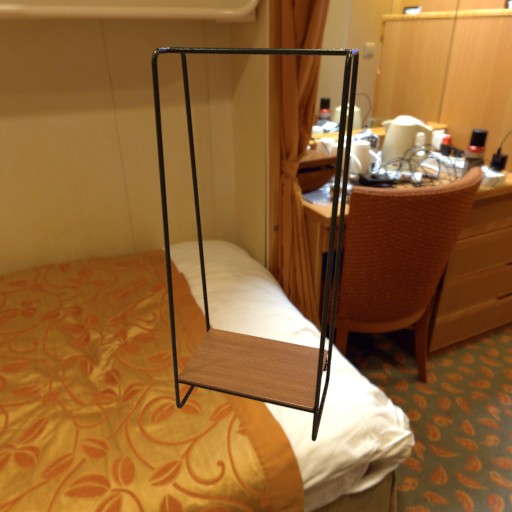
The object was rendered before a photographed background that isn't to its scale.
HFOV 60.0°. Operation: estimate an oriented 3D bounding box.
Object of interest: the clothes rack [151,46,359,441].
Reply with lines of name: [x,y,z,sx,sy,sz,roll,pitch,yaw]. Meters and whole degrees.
clothes rack: [0.000,0.000,1.766,0.640,1.500,0.400,8,28,15]
